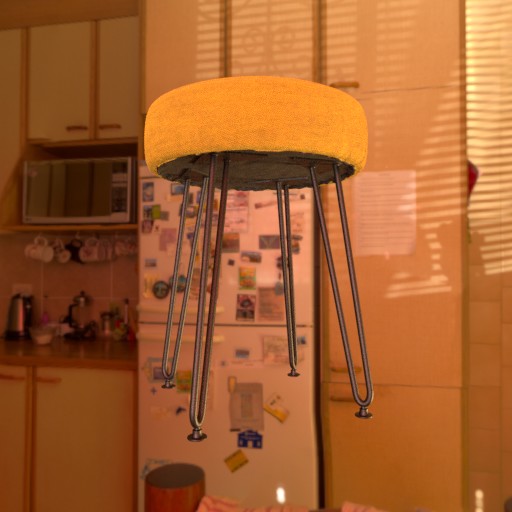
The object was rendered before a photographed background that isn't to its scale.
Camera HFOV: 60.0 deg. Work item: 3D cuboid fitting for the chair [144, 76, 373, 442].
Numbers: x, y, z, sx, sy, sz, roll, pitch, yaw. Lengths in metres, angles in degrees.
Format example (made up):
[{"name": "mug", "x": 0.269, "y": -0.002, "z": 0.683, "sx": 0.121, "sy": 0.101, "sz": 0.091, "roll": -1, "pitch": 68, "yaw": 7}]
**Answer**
[{"name": "chair", "x": 0.000, "y": 0.000, "z": 0.703, "sx": 0.345, "sy": 0.455, "sz": 0.345, "roll": 0, "pitch": -1, "yaw": -19}]
